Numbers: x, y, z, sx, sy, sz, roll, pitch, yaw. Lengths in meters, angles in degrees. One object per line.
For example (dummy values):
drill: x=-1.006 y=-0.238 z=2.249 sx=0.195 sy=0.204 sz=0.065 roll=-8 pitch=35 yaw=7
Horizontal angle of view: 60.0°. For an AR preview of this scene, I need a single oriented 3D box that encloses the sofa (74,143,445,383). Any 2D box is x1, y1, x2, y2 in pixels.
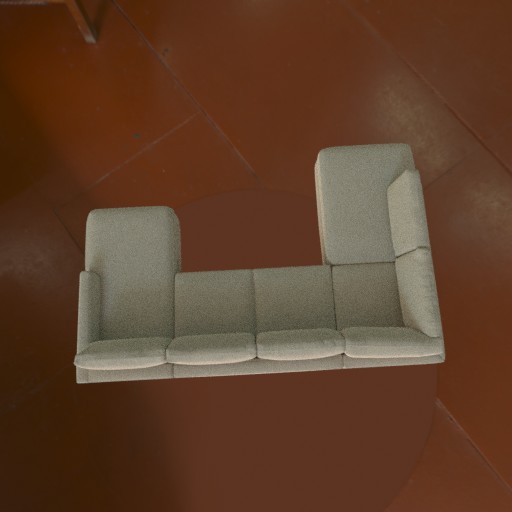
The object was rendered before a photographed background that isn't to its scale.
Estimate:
sofa: x=0.000 y=0.000 z=3.888 sx=2.984 sy=0.862 sz=1.989 roll=-3 pitch=77 yaw=-1
